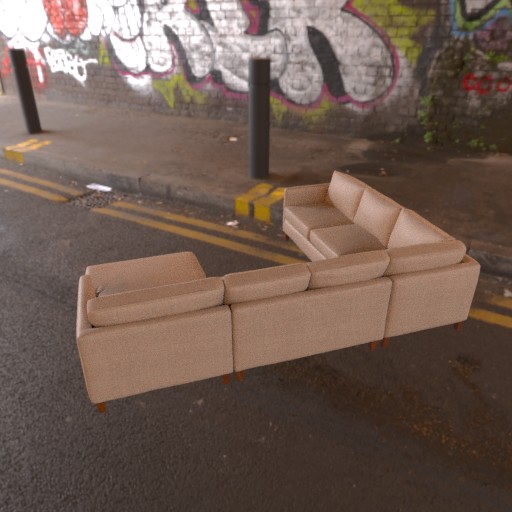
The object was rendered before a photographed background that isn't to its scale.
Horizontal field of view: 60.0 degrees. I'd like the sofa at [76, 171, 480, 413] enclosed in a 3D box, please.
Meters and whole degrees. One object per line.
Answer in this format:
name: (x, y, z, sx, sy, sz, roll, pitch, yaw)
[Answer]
sofa: (0.000, 0.000, 4.685, 3.460, 0.961, 2.594, -9, 28, -16)
